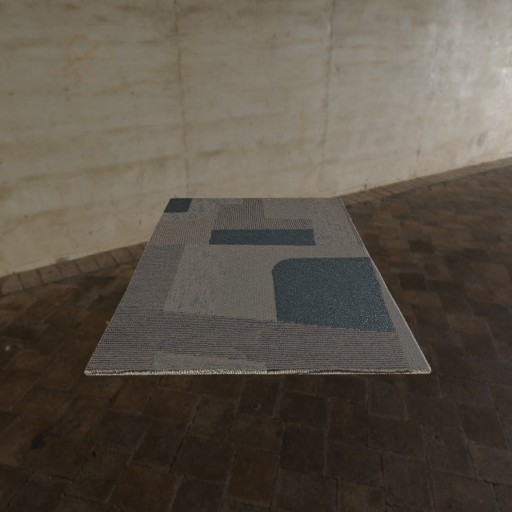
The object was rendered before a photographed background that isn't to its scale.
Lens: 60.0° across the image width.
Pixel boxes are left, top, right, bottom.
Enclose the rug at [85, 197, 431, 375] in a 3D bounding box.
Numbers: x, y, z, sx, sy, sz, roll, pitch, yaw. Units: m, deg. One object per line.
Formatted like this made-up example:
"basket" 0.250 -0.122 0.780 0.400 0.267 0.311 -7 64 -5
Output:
"rug" 0.000 0.000 2.393 1.238 0.020 1.847 0 27 0
